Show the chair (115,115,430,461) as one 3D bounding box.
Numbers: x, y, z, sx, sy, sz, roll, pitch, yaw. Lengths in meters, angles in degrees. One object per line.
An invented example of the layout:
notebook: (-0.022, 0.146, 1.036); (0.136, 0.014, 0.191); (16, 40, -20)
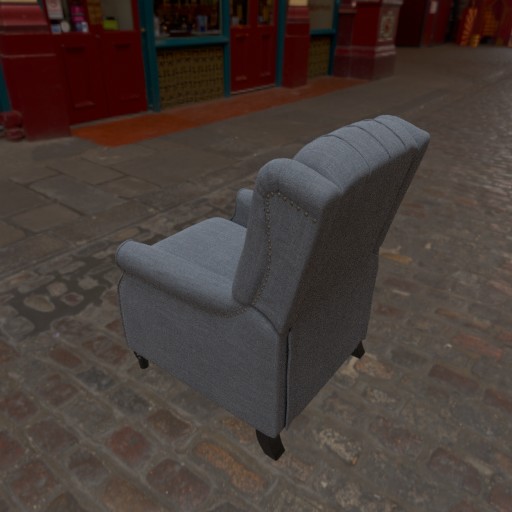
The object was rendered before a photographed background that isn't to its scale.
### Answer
chair: (0.000, 0.000, 1.616); (0.898, 1.035, 0.742); (21, 35, 32)
